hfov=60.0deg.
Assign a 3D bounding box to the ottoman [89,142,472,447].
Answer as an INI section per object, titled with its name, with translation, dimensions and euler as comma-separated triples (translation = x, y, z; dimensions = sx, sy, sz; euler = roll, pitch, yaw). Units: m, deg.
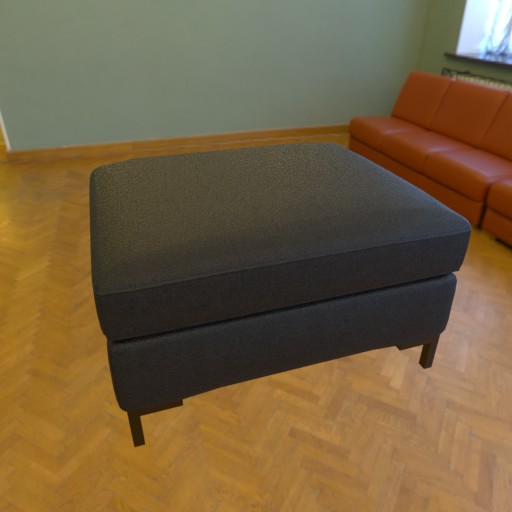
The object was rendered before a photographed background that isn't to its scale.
[ottoman]
translation = 0.000, 0.000, 1.784
dimensions = 1.187, 0.696, 0.967
euler = -9, 32, -16
